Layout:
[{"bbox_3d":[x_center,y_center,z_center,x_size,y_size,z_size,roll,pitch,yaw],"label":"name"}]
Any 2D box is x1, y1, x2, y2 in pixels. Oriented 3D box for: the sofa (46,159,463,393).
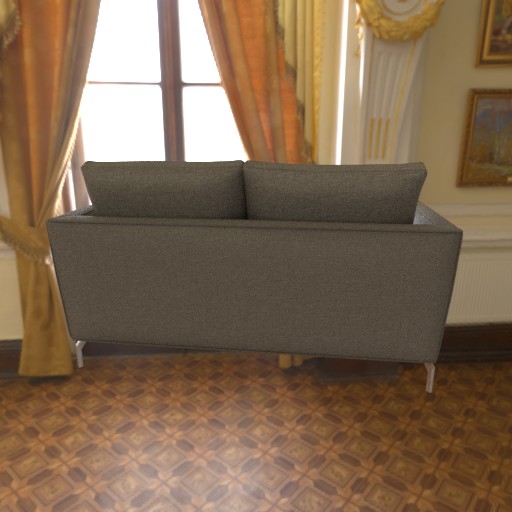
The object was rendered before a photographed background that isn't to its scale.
[{"bbox_3d":[0.000,0.000,2.094,1.594,0.924,0.803,2,16,7],"label":"sofa"}]
